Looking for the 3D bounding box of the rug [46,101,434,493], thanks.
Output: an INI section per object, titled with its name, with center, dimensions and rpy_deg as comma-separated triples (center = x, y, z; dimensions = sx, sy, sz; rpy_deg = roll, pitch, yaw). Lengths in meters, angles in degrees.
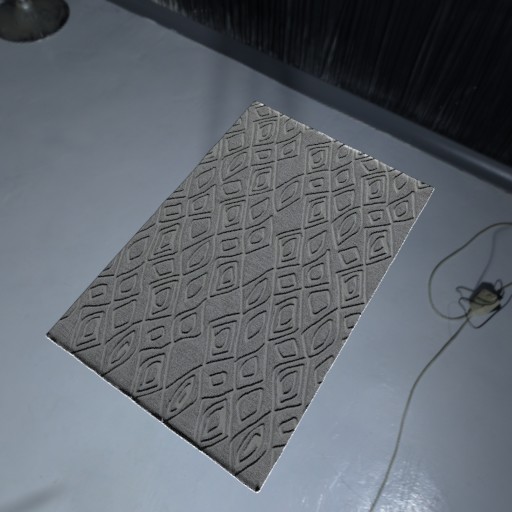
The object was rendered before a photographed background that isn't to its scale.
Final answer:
[rug]
center = 0.000, 0.000, 2.315
dimensions = 1.224, 0.016, 1.832
rpy_deg = 30, 67, 14
